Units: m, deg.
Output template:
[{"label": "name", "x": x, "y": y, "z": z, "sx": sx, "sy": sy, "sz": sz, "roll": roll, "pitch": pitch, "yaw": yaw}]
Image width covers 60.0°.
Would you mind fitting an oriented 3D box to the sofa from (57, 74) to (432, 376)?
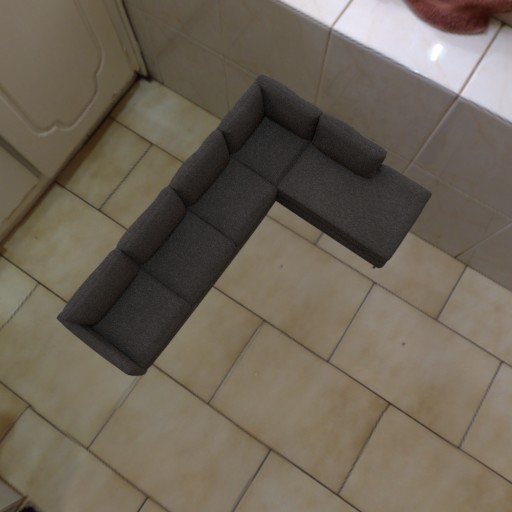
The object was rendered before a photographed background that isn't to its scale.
[{"label": "sofa", "x": 0.000, "y": 0.000, "z": 3.997, "sx": 2.007, "sy": 0.815, "sz": 2.949, "roll": 35, "pitch": 78, "yaw": 9}]
